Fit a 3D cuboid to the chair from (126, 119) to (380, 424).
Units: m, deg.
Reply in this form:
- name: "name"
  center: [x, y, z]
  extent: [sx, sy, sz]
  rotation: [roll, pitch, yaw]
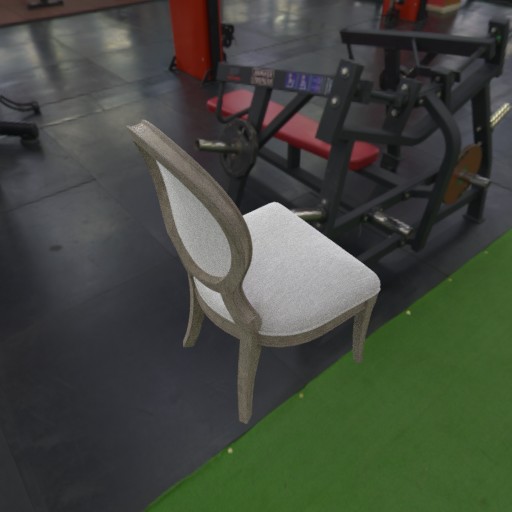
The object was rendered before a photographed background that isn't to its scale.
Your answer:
- name: "chair"
  center: [0.000, 0.000, 1.365]
  extent: [0.602, 0.990, 0.558]
  rotation: [-26, 48, -27]
